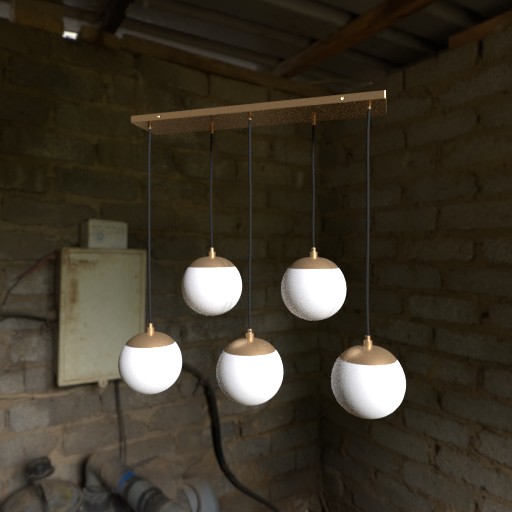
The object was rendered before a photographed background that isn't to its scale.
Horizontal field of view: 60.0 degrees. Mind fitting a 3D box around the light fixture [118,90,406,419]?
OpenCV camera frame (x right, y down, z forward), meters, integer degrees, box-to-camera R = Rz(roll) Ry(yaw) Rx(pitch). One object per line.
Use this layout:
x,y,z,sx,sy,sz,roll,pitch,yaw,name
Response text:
0.000,0.000,1.348,0.863,0.869,0.299,0,1,17,light fixture
